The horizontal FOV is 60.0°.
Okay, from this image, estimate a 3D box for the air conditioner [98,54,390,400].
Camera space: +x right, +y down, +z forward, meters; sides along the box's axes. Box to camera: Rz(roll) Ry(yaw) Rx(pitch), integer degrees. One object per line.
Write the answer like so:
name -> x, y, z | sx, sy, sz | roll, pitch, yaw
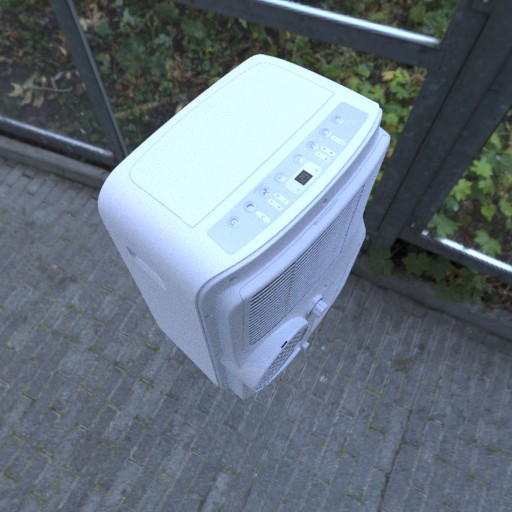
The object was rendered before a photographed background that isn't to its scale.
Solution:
air conditioner -> 0.000, 0.000, 0.934 | 0.365, 0.700, 0.454 | 37, 69, 17
